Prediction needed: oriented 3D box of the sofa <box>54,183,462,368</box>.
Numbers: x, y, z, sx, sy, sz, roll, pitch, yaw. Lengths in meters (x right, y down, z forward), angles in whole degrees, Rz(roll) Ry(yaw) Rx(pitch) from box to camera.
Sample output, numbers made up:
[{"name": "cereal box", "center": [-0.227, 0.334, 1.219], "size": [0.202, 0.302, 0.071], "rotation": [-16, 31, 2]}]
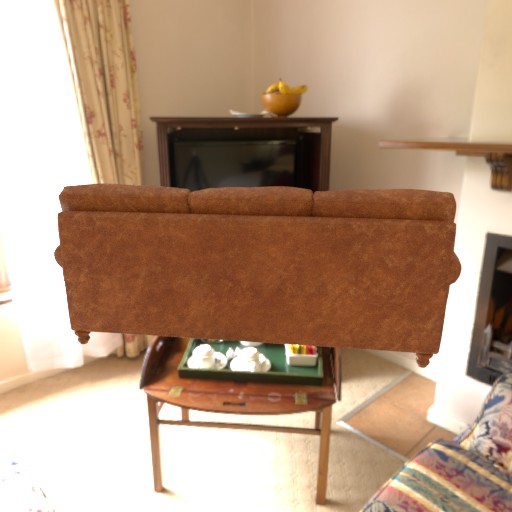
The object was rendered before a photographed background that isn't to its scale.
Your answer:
[{"name": "sofa", "center": [0.000, 0.000, 2.889], "size": [2.351, 0.977, 0.973], "rotation": [2, 16, 8]}]
